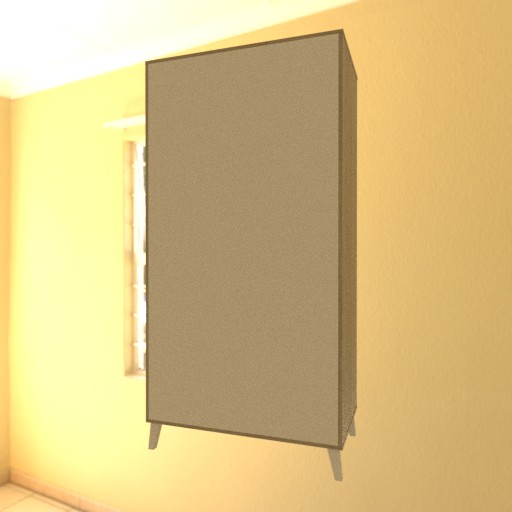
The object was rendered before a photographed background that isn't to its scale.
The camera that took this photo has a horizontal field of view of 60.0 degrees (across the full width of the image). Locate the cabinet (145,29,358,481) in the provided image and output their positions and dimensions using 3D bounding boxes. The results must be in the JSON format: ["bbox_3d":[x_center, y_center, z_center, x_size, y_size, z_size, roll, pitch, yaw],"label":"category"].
[{"bbox_3d":[0.000,0.000,2.384,1.006,1.999,0.571,0,0,19],"label":"cabinet"}]
